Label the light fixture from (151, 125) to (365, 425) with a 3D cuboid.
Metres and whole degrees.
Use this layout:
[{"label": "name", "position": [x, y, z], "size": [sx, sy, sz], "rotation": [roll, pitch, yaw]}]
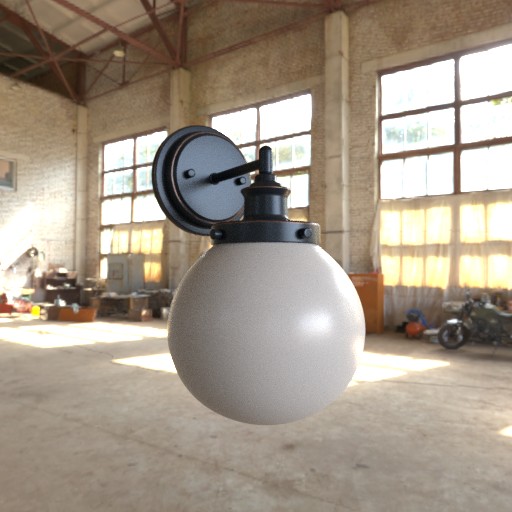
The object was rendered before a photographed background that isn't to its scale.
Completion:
[{"label": "light fixture", "position": [0.000, 0.000, 0.467], "size": [0.197, 0.332, 0.230], "rotation": [1, -2, -36]}]
